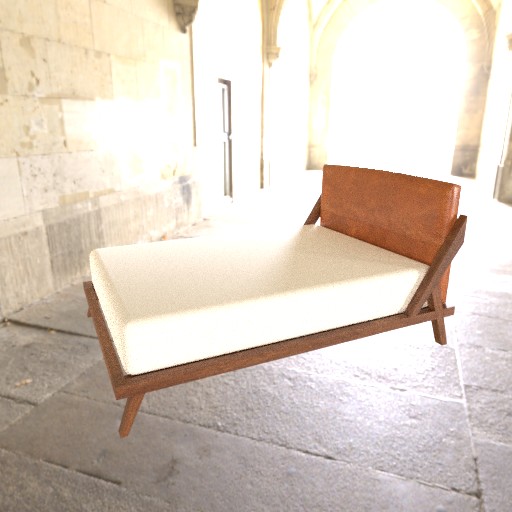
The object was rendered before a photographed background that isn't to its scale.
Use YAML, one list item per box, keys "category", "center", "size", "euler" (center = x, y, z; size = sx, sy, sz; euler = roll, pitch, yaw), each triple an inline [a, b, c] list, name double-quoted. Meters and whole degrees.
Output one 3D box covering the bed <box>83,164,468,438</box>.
- category: "bed"
  center: [0.000, 0.000, 3.260]
  size: [2.311, 1.168, 1.651]
  euler: [-8, 19, -24]
